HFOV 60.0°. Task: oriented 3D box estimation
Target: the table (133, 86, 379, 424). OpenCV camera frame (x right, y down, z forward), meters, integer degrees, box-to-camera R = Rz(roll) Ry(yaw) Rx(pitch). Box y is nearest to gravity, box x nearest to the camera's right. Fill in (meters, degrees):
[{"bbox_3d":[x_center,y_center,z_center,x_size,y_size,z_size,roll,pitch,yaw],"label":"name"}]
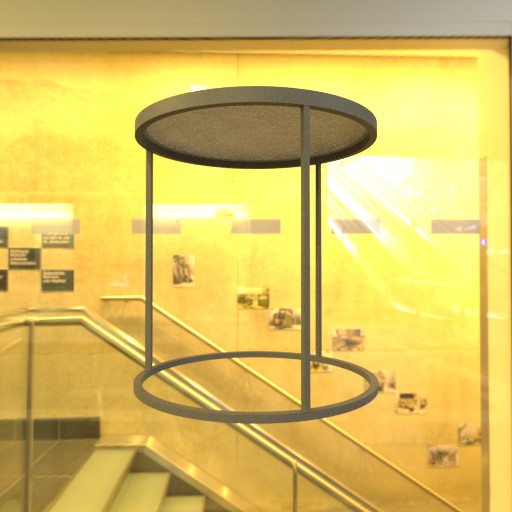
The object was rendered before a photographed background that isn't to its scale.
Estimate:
[{"bbox_3d":[0.000,0.000,0.886,0.470,0.498,0.470,0,-1,0],"label":"table"}]
